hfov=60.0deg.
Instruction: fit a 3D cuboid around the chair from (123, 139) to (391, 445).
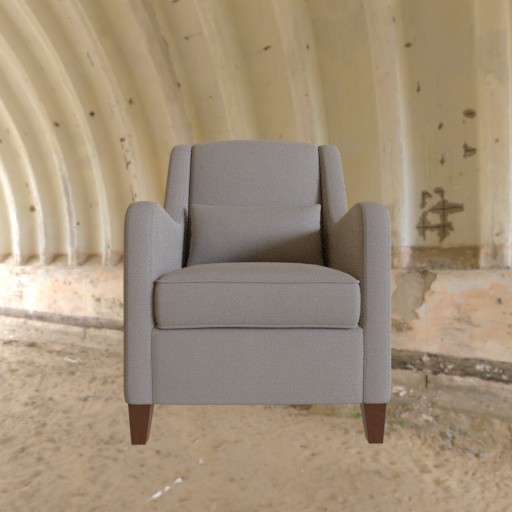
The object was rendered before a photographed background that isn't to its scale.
[{"bbox_3d":[0.000,0.000,1.572,0.715,1.010,0.863,0,0,-1],"label":"chair"}]
